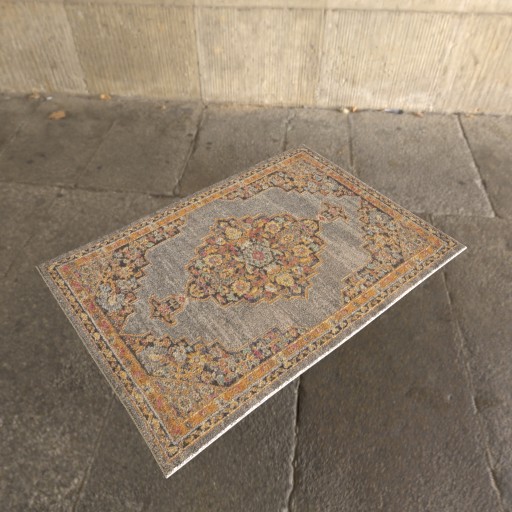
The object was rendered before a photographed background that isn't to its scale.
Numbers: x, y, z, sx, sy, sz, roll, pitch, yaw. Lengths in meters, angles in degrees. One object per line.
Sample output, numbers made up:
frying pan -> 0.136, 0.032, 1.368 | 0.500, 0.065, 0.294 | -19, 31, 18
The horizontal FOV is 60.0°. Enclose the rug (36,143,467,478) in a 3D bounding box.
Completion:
rug -> 0.000, 0.000, 3.833 | 3.063, 0.024, 2.158 | -30, 53, -26
